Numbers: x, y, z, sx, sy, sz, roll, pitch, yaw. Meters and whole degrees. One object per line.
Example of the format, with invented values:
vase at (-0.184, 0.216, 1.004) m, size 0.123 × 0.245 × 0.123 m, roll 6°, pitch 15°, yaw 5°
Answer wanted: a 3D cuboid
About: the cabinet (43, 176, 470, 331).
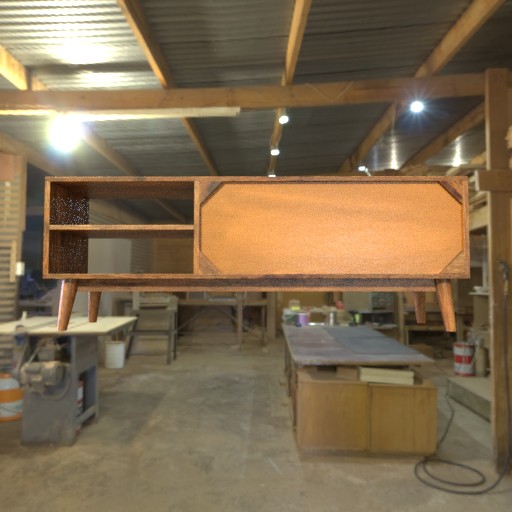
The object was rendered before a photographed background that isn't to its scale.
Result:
cabinet at (0.000, 0.000, 1.680) m, size 1.448 × 0.528 × 0.349 m, roll 0°, pitch -3°, yaw 1°
